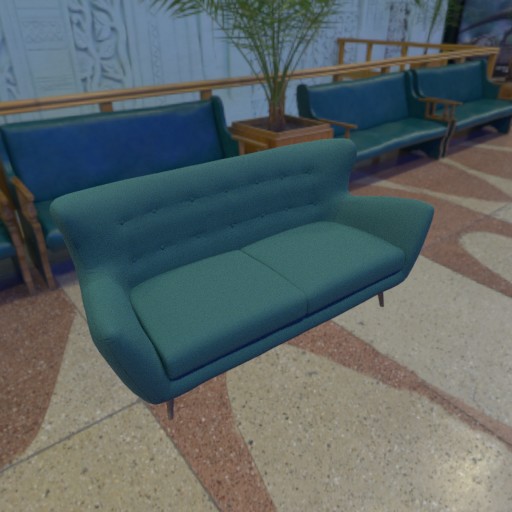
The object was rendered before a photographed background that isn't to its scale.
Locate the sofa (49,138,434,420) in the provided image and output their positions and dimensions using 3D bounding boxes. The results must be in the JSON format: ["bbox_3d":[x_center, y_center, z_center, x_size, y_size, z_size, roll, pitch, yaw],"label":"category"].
[{"bbox_3d":[0.000,0.000,2.387,1.930,0.890,0.889,-20,35,-31],"label":"sofa"}]
